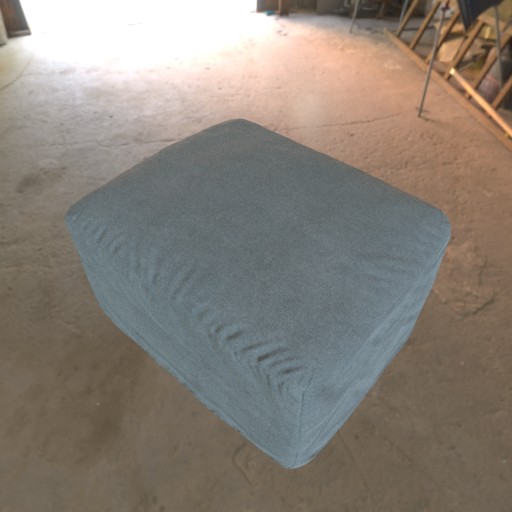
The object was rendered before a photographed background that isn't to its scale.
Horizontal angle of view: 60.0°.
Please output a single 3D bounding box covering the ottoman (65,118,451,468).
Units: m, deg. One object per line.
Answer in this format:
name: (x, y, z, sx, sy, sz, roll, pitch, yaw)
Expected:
ottoman: (0.000, 0.000, 1.236, 0.837, 0.481, 0.683, 32, 54, 28)
